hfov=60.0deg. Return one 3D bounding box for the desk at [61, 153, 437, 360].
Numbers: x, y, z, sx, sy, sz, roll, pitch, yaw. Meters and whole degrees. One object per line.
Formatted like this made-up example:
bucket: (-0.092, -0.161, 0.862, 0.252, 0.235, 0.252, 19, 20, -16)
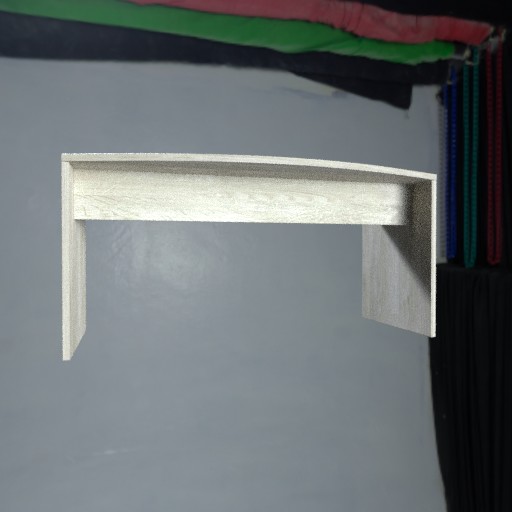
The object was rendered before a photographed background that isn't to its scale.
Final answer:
desk: (0.000, 0.000, 2.054, 1.600, 0.752, 0.802, 0, 1, -16)
